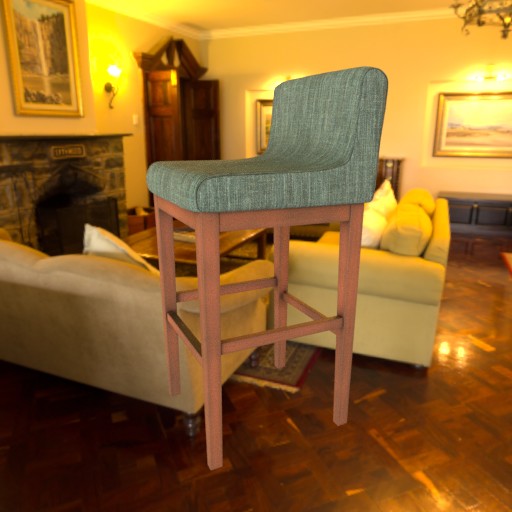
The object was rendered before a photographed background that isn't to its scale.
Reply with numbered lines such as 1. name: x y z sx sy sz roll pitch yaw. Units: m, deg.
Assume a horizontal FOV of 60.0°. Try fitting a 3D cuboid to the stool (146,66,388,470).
1. stool: 0.000 0.000 1.233 0.499 0.965 0.426 -8 18 -25
